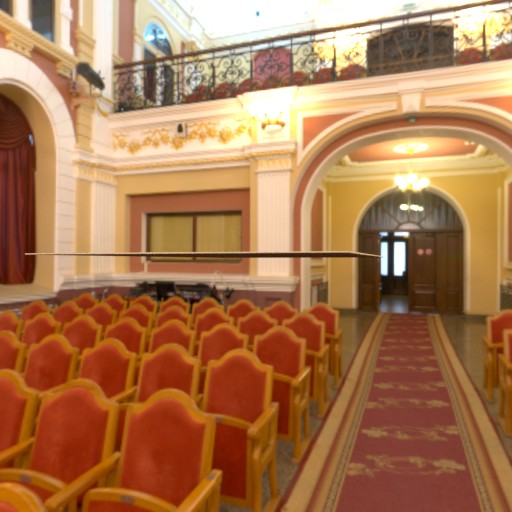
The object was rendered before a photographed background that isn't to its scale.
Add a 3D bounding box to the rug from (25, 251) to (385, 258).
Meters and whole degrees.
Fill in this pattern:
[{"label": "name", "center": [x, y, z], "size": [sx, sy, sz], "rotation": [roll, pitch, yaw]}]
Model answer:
[{"label": "rug", "center": [0.000, 0.000, 2.933], "size": [1.523, 0.006, 2.289], "rotation": [0, -1, 19]}]
